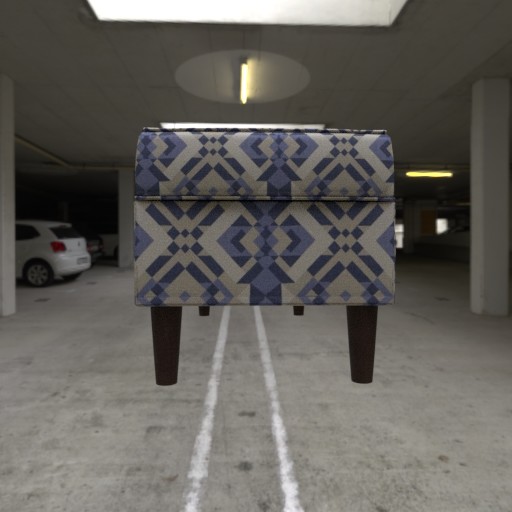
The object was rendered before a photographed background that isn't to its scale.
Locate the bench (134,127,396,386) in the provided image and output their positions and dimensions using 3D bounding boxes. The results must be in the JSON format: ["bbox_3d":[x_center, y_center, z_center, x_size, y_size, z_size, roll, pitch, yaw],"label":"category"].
[{"bbox_3d":[0.000,0.000,1.304,0.492,0.477,1.016,0,0,-2],"label":"bench"}]
